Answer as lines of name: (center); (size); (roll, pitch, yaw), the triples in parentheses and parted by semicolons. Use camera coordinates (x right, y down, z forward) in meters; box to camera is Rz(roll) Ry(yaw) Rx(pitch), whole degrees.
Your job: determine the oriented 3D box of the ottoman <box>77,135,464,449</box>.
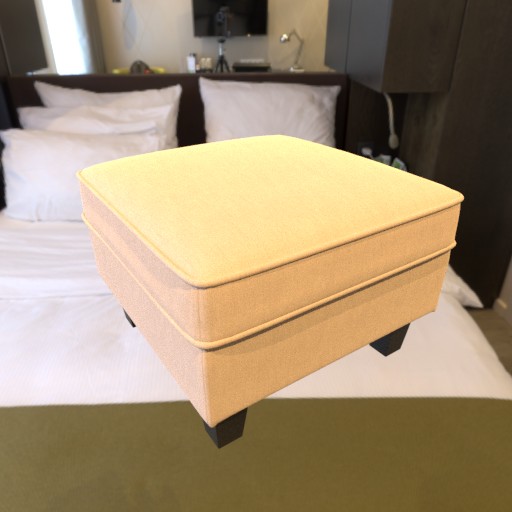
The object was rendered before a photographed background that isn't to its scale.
ottoman: (0.000, 0.000, 1.013); (0.613, 0.438, 0.616); (-18, 33, -30)
